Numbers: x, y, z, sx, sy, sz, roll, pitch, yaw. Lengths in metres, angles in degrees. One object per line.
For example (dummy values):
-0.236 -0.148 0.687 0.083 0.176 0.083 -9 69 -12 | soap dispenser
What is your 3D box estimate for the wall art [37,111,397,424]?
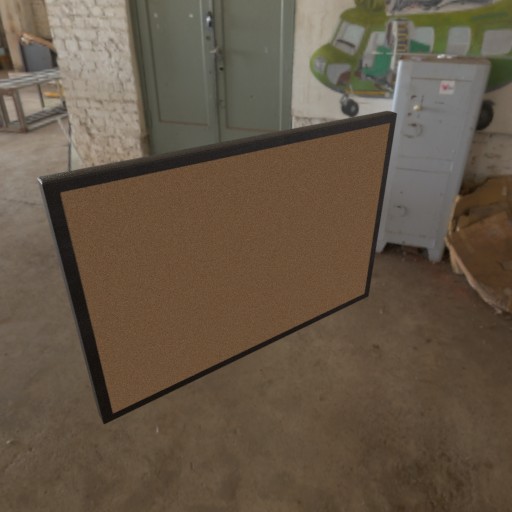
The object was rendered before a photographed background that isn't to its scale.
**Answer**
0.000 0.000 1.142 0.912 0.612 0.038 -20 36 -30 | wall art
